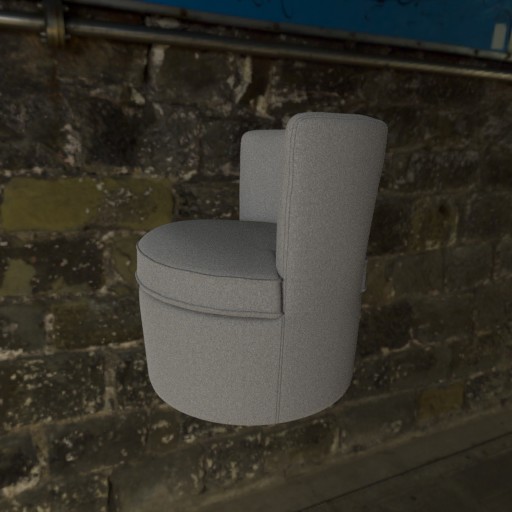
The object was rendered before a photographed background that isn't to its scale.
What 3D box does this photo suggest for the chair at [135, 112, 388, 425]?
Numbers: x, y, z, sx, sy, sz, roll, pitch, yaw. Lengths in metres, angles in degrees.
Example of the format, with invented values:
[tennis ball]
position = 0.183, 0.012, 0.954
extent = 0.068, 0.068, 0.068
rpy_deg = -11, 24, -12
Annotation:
[chair]
position = 0.000, 0.000, 1.247
extent = 0.660, 0.719, 0.689
rpy_deg = -2, 13, -9
